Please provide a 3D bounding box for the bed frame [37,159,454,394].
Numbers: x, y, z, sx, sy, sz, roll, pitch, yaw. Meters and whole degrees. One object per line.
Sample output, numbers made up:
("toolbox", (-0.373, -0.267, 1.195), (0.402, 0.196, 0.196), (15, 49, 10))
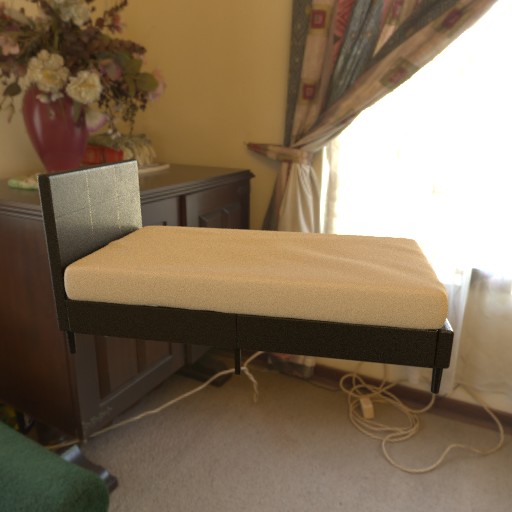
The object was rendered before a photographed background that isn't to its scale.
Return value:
("bed frame", (0.000, 0.000, 2.555), (2.152, 1.046, 1.038), (3, 17, 11))
